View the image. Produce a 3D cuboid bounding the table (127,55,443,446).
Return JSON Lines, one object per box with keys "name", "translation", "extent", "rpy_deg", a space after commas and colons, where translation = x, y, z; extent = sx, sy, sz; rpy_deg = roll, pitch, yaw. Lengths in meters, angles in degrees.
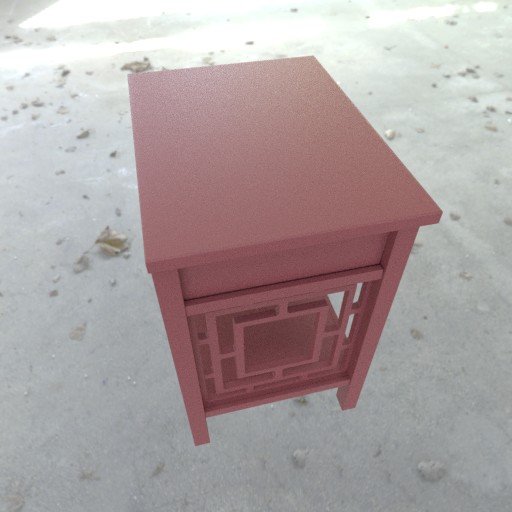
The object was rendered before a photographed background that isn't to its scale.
{"name": "table", "translation": [0.000, 0.000, 1.077], "extent": [0.451, 0.686, 0.599], "rpy_deg": [-10, 47, -9]}
